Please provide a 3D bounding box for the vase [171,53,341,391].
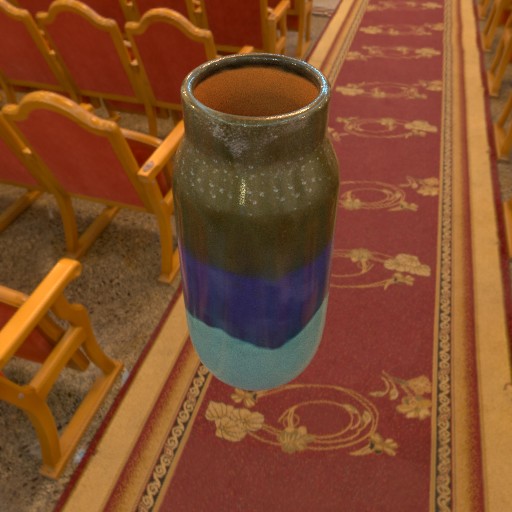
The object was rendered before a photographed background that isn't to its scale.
[{"bbox_3d":[0.000,0.000,0.386,0.139,0.313,0.139,0,47,0],"label":"vase"}]
